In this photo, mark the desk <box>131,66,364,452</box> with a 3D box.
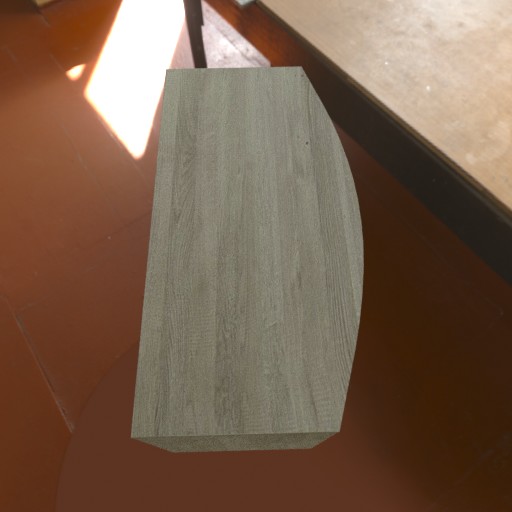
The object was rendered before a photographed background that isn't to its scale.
[{"bbox_3d":[0.000,0.000,2.047,0.802,0.752,1.600,-1,63,-1],"label":"desk"}]
